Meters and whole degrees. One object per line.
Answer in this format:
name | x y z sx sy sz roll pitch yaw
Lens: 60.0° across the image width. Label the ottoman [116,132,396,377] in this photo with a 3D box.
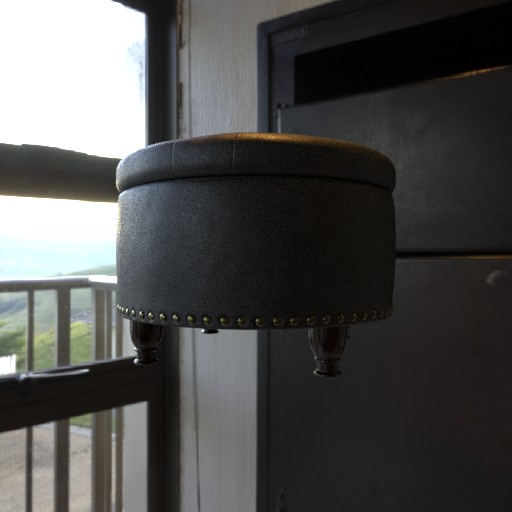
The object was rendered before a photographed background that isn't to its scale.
ottoman | 0.000 0.000 1.056 0.637 0.442 0.637 0 0 0
